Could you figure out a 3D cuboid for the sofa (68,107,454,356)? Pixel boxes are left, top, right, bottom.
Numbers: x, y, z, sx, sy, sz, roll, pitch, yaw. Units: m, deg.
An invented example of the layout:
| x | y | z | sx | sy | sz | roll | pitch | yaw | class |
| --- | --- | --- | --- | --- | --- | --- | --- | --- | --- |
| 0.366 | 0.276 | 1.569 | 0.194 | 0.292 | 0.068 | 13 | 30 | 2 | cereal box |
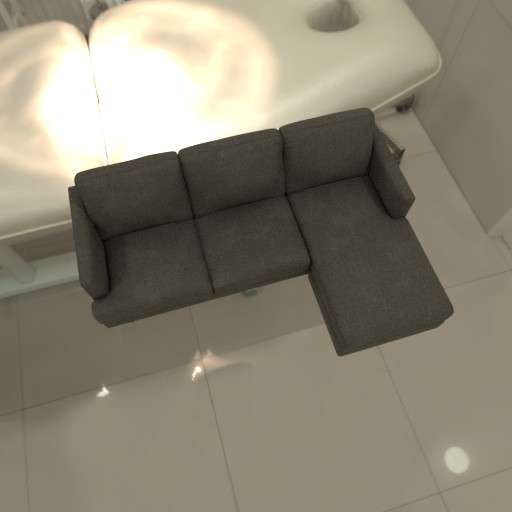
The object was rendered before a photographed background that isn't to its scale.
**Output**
| x | y | z | sx | sy | sz | roll | pitch | yaw | class |
| --- | --- | --- | --- | --- | --- | --- | --- | --- | --- |
| 0.000 | 0.000 | 2.991 | 2.233 | 0.956 | 1.504 | -15 | 64 | -7 | sofa |
